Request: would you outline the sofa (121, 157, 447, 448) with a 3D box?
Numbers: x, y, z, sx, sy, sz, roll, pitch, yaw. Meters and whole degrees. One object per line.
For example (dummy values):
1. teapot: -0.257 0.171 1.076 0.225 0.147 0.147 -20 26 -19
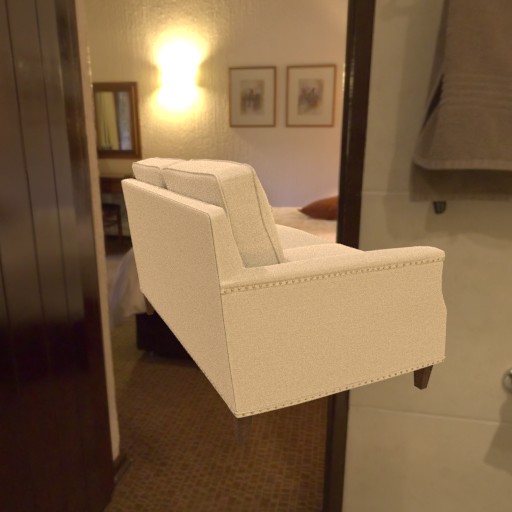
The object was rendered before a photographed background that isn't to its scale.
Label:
1. sofa: 0.000 0.000 2.299 1.084 1.003 1.597 -7 16 -25
